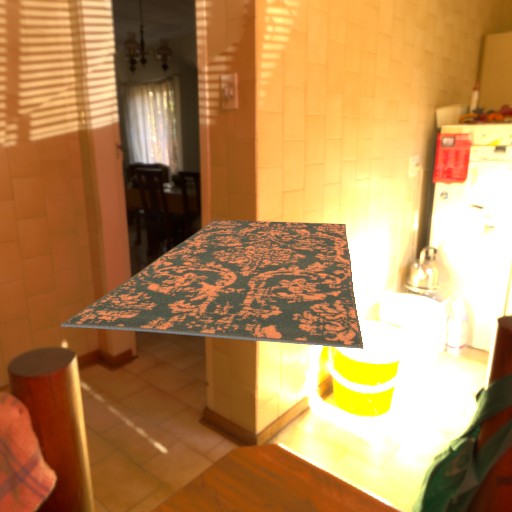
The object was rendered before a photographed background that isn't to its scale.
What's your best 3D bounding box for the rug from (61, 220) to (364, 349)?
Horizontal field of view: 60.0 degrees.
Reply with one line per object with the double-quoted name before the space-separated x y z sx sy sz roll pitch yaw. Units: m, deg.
"rug" 0.000 0.000 1.431 0.604 0.007 1.219 2 15 9
